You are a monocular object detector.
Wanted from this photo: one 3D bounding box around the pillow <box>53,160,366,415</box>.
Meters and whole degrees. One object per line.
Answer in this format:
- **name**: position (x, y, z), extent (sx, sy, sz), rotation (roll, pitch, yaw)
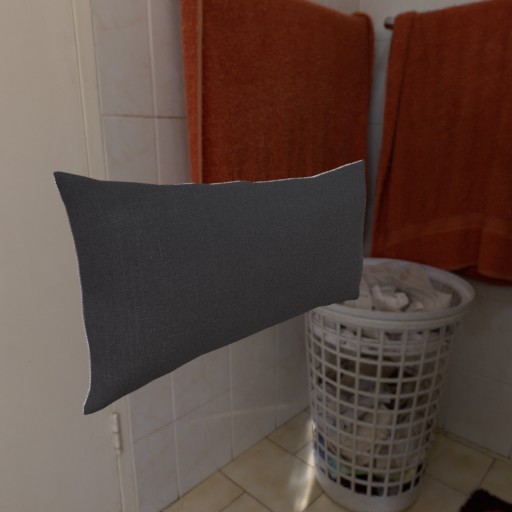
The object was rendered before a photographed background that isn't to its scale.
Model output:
- **pillow**: position (0.000, 0.000, 0.721), extent (0.609, 0.305, 0.151), rotation (-15, 21, -42)
